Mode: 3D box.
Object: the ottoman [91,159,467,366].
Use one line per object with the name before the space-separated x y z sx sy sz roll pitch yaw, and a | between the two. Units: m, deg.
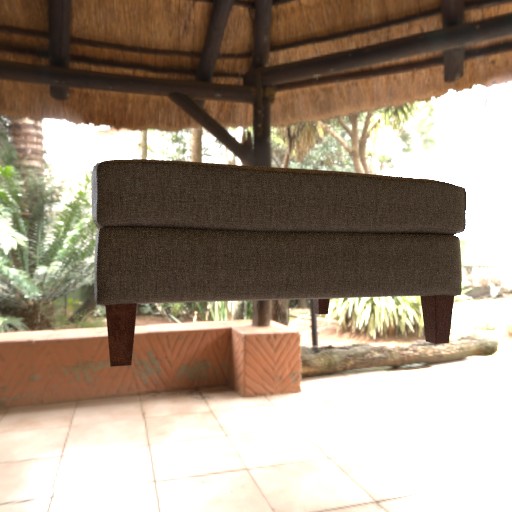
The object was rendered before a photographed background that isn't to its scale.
ottoman | 0.000 0.000 1.462 0.994 0.492 0.839 0 -1 -18
